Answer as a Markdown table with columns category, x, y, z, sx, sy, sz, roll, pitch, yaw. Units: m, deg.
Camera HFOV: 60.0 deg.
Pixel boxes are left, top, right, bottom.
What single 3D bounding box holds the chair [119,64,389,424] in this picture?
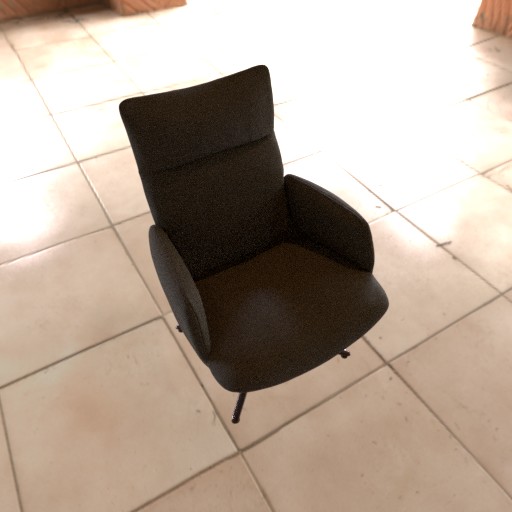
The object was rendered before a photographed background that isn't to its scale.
| category | x | y | z | sx | sy | sz | roll | pitch | yaw |
| --- | --- | --- | --- | --- | --- | --- | --- | --- | --- |
| chair | 0.000 | 0.000 | 1.555 | 0.702 | 0.984 | 0.831 | -24 | 50 | -22 |
